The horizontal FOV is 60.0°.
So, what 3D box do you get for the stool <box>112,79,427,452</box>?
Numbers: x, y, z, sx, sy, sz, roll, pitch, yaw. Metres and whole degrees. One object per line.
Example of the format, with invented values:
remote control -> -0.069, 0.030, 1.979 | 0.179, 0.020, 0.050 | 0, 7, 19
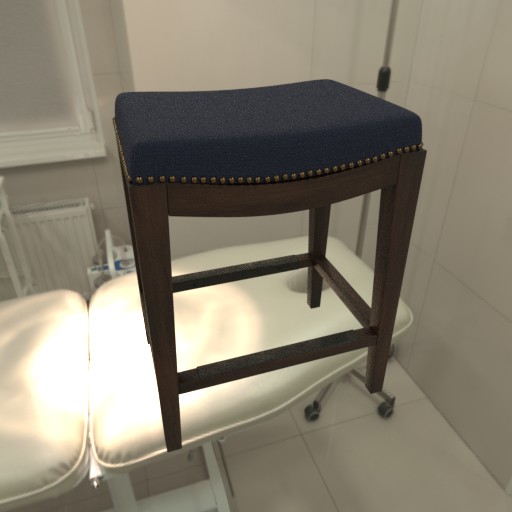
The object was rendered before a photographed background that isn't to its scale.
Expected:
stool -> 0.000, 0.000, 0.946 | 0.500, 0.642, 0.361 | -10, 33, -16
